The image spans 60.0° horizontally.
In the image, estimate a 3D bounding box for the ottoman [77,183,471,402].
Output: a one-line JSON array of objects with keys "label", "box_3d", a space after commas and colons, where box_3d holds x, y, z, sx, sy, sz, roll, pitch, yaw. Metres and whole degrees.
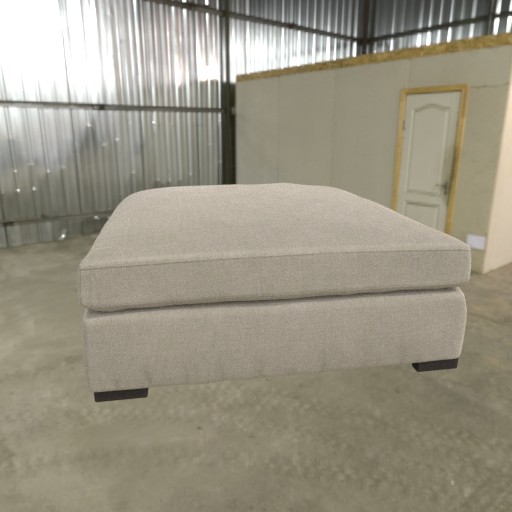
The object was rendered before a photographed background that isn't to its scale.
[{"label": "ottoman", "box_3d": [0.000, 0.000, 1.820, 1.203, 0.517, 1.171, -3, 17, -9]}]
